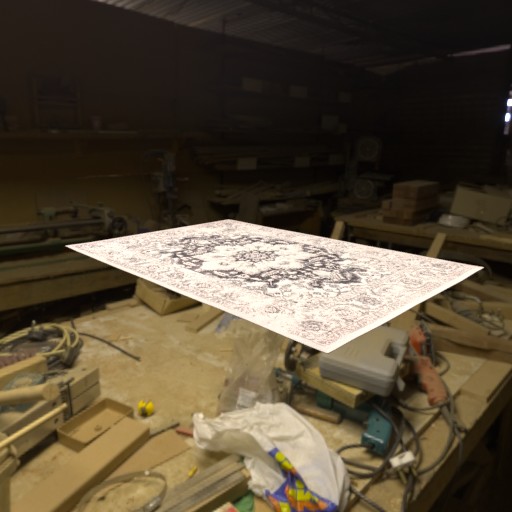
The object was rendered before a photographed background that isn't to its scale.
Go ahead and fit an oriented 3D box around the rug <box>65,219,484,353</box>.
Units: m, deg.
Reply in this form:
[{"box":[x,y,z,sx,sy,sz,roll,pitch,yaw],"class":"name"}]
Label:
[{"box":[0.000,0.000,2.278,1.223,0.008,1.813,-14,20,-43],"class":"rug"}]
